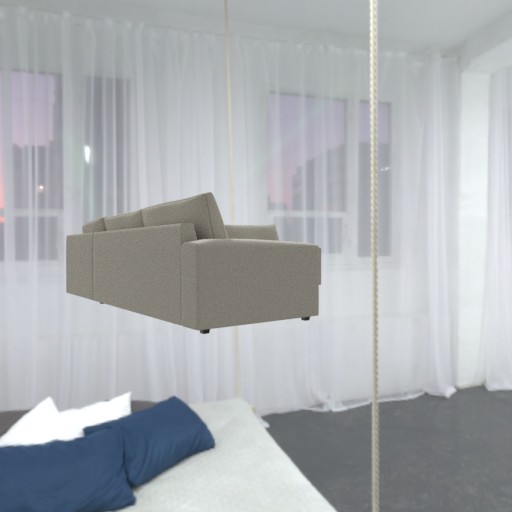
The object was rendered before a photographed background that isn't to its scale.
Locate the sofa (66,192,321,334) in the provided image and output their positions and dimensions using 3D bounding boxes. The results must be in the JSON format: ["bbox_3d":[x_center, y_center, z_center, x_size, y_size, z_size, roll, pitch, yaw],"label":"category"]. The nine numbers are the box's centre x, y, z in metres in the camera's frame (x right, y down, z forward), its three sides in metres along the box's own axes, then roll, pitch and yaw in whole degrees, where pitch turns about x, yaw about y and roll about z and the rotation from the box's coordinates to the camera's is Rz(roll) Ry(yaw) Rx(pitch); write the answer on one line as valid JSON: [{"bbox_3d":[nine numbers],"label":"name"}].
[{"bbox_3d":[0.000,0.000,4.868,3.206,0.918,3.066,-1,1,-37],"label":"sofa"}]
